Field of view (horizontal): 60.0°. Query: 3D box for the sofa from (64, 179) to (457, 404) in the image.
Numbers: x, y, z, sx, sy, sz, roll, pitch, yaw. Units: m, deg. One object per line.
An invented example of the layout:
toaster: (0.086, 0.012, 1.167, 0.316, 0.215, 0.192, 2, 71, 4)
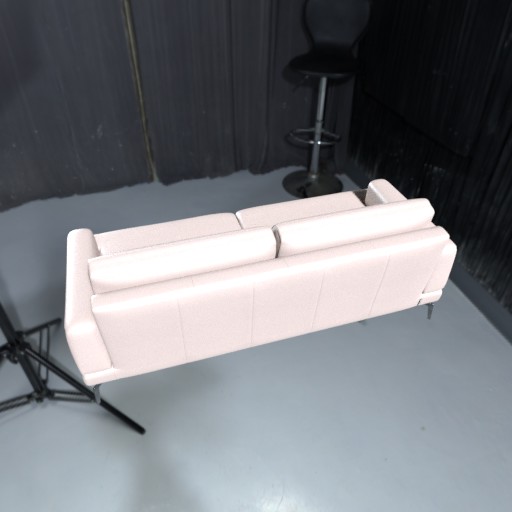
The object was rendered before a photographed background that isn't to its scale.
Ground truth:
sofa: (0.000, 0.000, 2.439, 1.940, 0.765, 0.974, -11, 41, -13)
